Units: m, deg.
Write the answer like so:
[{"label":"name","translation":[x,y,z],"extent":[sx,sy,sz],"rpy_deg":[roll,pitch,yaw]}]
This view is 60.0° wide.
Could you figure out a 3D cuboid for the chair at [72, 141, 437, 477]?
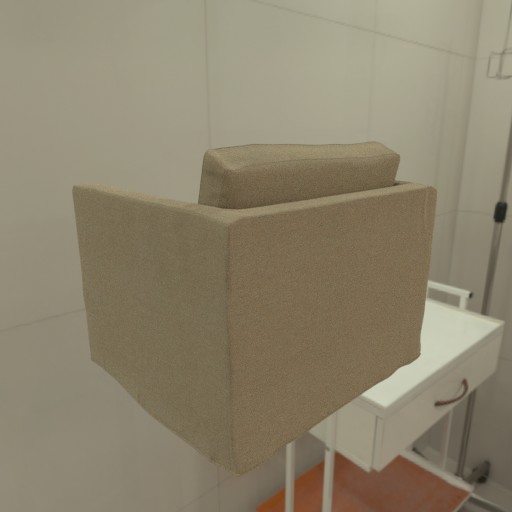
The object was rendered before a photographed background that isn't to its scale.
[{"label":"chair","translation":[0.000,0.000,1.720],"extent":[1.057,0.863,0.949],"rpy_deg":[-14,21,-41]}]
